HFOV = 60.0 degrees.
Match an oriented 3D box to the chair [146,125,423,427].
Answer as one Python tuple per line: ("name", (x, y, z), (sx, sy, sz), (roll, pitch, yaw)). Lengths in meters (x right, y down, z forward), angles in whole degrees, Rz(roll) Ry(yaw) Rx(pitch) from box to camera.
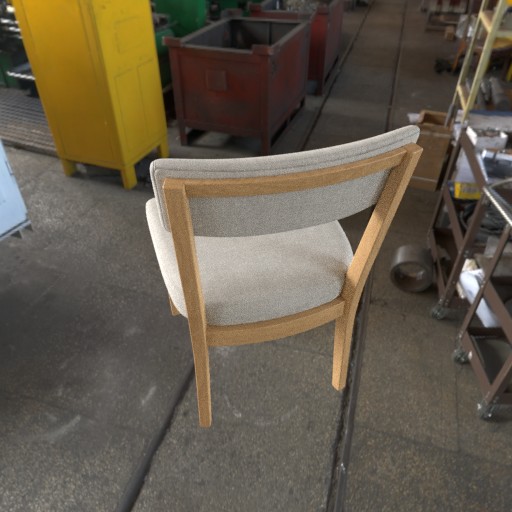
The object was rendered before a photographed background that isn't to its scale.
("chair", (0.000, 0.000, 1.163), (0.508, 0.832, 0.572), (-11, 40, -13))
